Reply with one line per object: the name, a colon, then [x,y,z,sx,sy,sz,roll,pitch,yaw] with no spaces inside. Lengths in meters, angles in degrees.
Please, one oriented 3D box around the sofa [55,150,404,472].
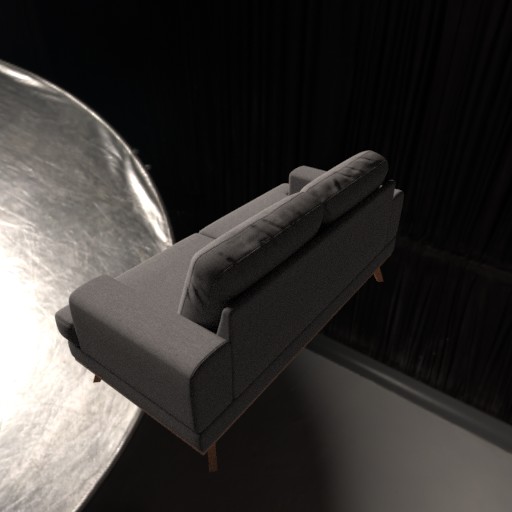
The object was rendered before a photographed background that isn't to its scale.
sofa: [0.000,0.000,2.090,0.785,0.810,1.650,22,38,31]
